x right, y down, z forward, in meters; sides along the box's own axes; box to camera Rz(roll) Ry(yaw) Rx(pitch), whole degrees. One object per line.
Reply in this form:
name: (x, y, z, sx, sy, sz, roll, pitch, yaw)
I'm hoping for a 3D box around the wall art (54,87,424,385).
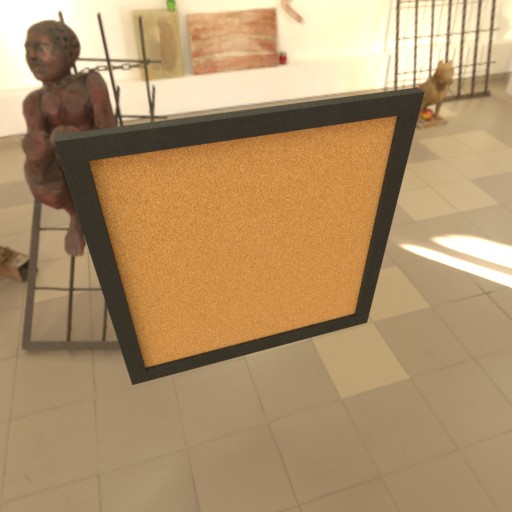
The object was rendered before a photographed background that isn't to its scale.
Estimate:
wall art: (0.000, 0.000, 1.511, 1.016, 1.016, 0.038, -12, 42, -14)
